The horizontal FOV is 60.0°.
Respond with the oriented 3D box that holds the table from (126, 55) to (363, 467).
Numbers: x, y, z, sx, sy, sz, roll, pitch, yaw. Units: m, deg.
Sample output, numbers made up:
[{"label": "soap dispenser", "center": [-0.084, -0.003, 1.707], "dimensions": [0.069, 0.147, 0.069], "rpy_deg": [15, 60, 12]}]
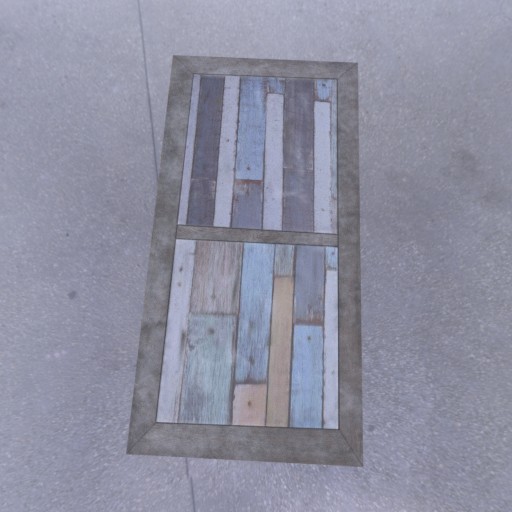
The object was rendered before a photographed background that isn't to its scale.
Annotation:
[{"label": "table", "center": [0.000, 0.000, 1.523], "dimensions": [0.610, 0.470, 1.219], "rpy_deg": [3, 75, 1]}]
